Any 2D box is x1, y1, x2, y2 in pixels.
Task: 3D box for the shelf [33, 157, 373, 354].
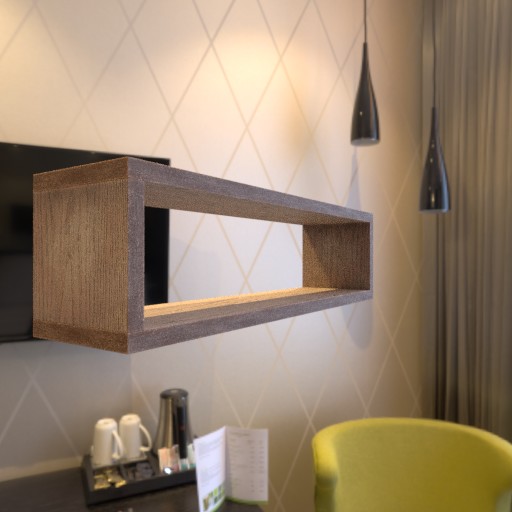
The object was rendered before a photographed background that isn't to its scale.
[{"bbox_3d":[0.000,0.000,0.674,0.150,0.170,0.610,0,0,34],"label":"shelf"}]
